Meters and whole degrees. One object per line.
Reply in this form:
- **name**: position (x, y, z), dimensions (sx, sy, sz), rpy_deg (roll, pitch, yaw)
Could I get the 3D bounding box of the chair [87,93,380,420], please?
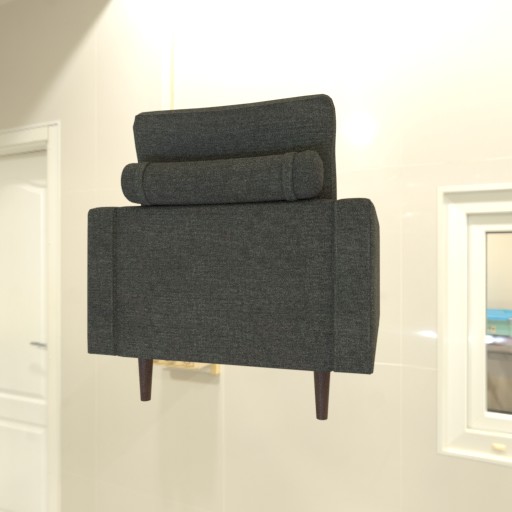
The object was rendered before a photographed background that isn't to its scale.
- **chair**: position (0.000, 0.000, 1.541), dimensions (0.821, 0.880, 0.843), rpy_deg (0, 0, 16)
